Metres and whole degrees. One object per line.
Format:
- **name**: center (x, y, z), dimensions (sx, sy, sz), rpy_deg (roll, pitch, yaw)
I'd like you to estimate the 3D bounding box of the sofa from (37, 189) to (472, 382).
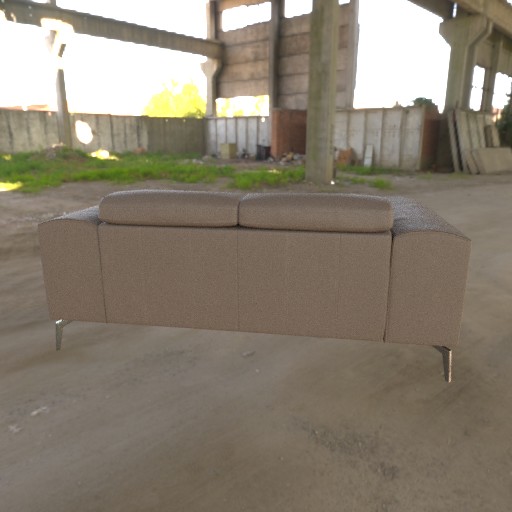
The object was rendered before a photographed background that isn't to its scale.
- **sofa**: center (0.000, 0.000, 2.393), dimensions (1.895, 0.779, 1.003), rpy_deg (2, 16, 9)
